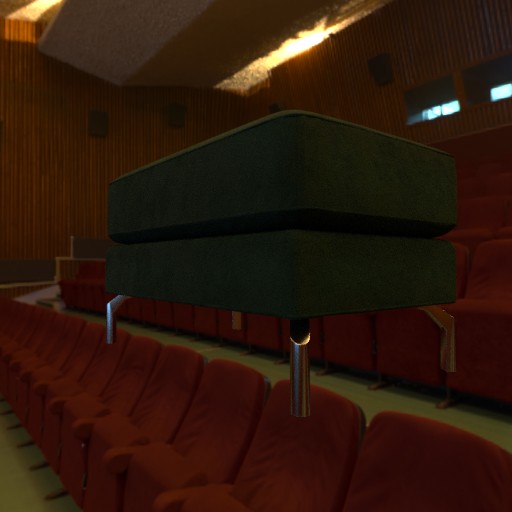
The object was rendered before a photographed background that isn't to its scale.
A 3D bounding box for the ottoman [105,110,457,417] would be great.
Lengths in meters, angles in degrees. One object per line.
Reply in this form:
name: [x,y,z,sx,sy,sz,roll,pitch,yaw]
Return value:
ottoman: [0.000,0.000,1.205,0.536,0.533,0.886,1,-1,-38]
